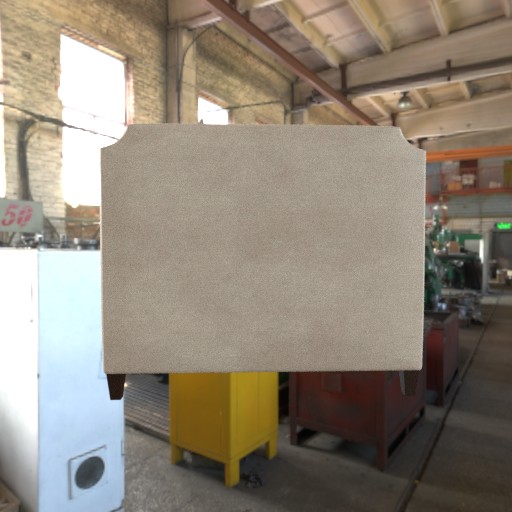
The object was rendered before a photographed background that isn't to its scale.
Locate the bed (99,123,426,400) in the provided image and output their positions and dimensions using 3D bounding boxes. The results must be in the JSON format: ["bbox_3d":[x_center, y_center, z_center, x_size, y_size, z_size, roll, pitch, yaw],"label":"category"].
[{"bbox_3d":[0.000,0.000,3.464,1.712,1.443,2.372,0,2,-2],"label":"bed"}]
